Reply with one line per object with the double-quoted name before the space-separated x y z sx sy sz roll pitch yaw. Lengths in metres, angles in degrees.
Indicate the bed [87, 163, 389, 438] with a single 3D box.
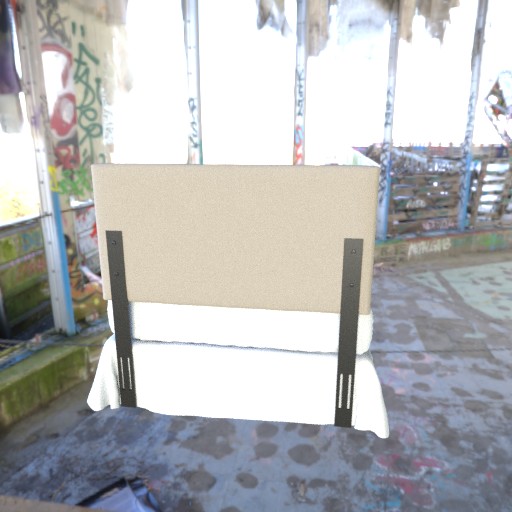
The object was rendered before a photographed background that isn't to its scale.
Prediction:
"bed" 0.000 0.000 3.596 1.936 1.577 2.222 2 15 8
